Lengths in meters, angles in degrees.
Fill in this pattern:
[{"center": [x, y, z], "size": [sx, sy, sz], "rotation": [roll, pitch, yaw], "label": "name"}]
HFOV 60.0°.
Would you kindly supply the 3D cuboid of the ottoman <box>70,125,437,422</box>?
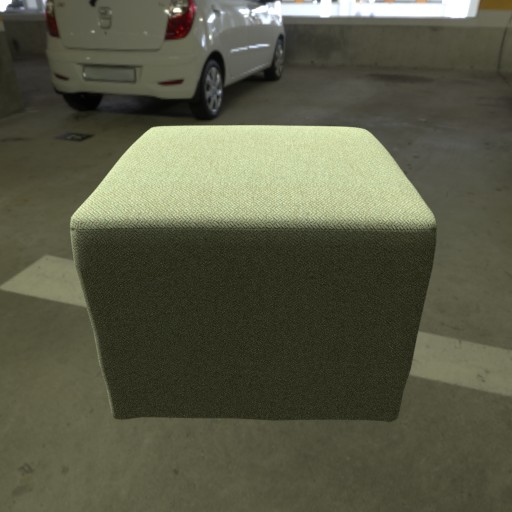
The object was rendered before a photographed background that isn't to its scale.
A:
[{"center": [0.000, 0.000, 0.905], "size": [0.521, 0.453, 0.512], "rotation": [0, 30, 1], "label": "ottoman"}]
